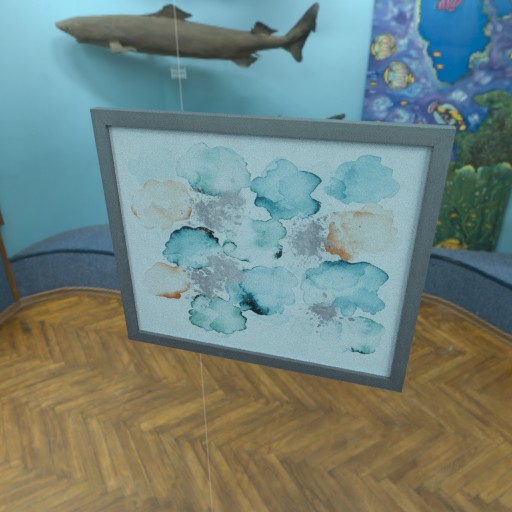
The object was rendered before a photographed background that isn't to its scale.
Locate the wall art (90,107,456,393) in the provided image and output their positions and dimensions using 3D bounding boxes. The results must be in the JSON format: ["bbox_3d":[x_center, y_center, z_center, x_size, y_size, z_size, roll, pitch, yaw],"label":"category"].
[{"bbox_3d":[0.000,0.000,0.915,0.660,0.558,0.026,8,29,14],"label":"wall art"}]
